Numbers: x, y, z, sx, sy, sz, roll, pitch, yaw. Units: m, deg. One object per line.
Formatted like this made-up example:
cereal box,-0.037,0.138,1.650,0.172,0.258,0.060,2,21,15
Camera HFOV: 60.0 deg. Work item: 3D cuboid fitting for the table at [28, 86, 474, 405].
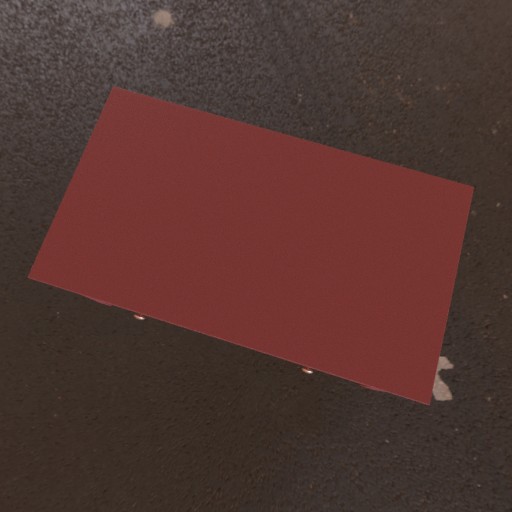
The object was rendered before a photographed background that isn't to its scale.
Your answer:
table,0.000,0.000,1.426,1.068,0.493,0.612,17,76,4
